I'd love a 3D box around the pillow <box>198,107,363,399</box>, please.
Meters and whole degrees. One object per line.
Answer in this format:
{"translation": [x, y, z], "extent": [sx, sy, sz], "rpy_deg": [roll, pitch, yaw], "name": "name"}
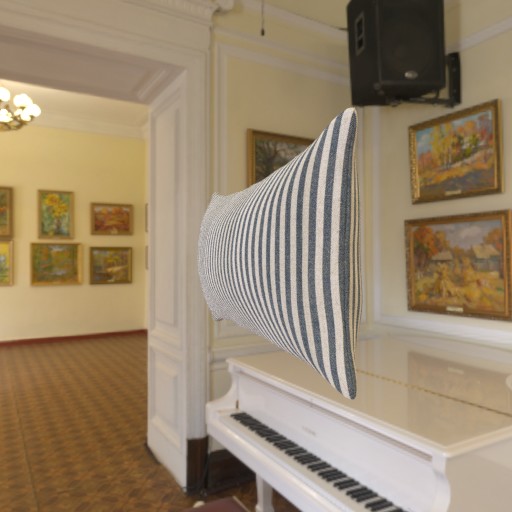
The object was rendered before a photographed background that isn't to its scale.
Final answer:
{"translation": [0.000, 0.000, 0.731], "extent": [0.151, 0.295, 0.617], "rpy_deg": [0, 0, -18], "name": "pillow"}
